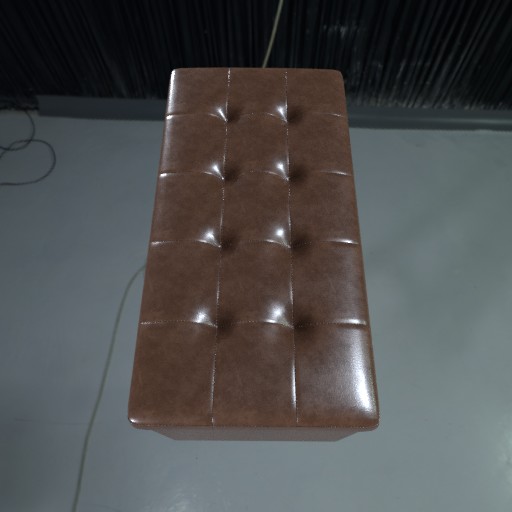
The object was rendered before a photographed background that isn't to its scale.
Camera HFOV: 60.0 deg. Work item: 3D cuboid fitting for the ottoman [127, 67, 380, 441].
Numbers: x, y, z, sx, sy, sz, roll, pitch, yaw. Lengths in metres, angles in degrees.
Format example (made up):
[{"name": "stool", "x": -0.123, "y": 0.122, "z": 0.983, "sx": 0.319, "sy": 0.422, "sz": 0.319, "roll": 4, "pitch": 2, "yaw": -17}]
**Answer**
[{"name": "ottoman", "x": 0.000, "y": 0.000, "z": 1.101, "sx": 0.432, "sy": 0.470, "sz": 0.838, "roll": 0, "pitch": 64, "yaw": 0}]
